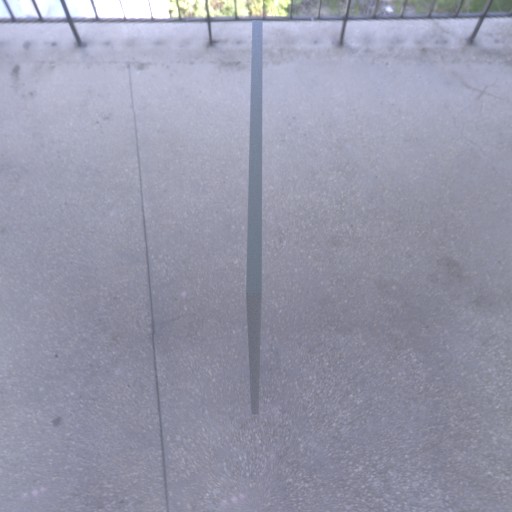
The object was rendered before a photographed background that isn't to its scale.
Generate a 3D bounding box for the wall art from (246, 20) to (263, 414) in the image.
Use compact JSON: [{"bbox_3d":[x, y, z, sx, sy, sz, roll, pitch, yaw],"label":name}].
[{"bbox_3d":[0.000,0.000,0.689,0.013,0.529,0.376,0,60,0],"label":"wall art"}]
